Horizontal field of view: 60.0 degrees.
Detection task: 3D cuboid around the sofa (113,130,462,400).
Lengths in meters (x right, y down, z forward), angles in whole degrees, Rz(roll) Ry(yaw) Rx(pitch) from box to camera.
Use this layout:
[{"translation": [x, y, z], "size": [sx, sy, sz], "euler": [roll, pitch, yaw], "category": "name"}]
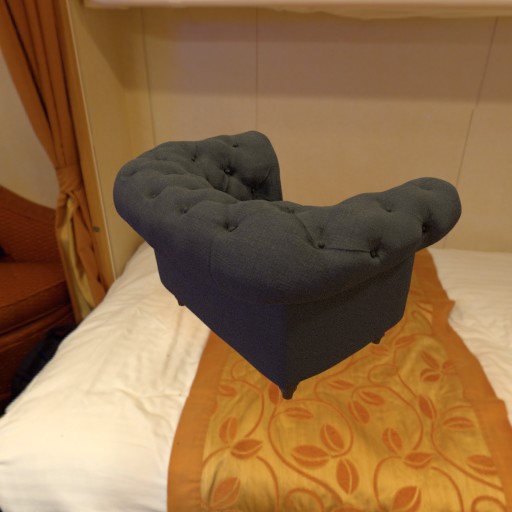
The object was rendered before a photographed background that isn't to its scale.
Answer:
[{"translation": [0.000, 0.000, 2.068], "size": [1.032, 0.878, 1.405], "euler": [-20, 34, -33], "category": "sofa"}]
